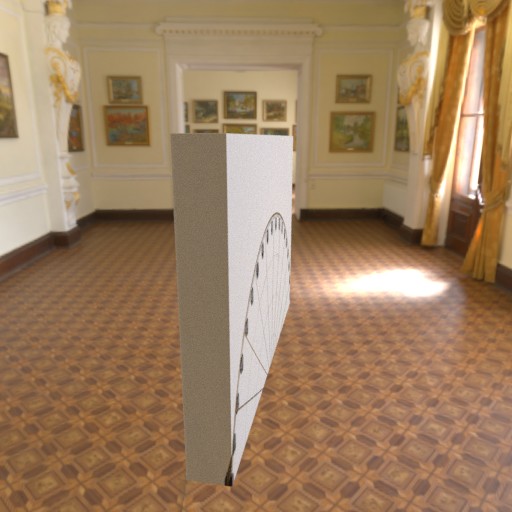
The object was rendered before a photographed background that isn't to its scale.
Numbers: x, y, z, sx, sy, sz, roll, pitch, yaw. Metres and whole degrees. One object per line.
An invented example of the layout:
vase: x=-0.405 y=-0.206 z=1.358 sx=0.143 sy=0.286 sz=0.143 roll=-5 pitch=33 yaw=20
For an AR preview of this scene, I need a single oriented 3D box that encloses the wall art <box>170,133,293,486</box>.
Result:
wall art: x=0.000 y=0.000 z=0.483 sx=0.039 sy=0.254 sz=0.384 roll=3 pitch=15 yaw=11
